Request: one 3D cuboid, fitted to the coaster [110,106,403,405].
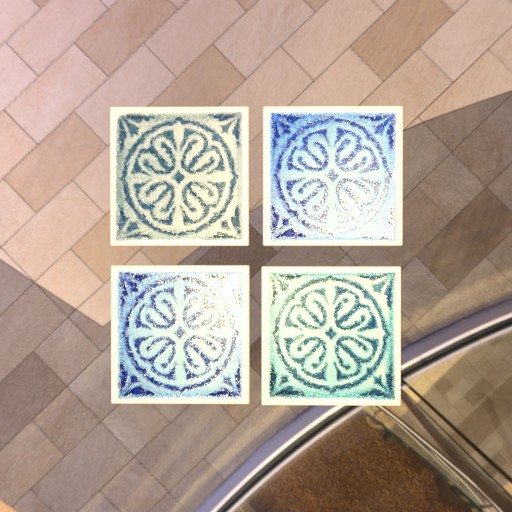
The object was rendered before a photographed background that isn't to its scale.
[{"bbox_3d":[0.000,0.000,0.330,0.214,0.010,0.219,0,90,1],"label":"coaster"}]
